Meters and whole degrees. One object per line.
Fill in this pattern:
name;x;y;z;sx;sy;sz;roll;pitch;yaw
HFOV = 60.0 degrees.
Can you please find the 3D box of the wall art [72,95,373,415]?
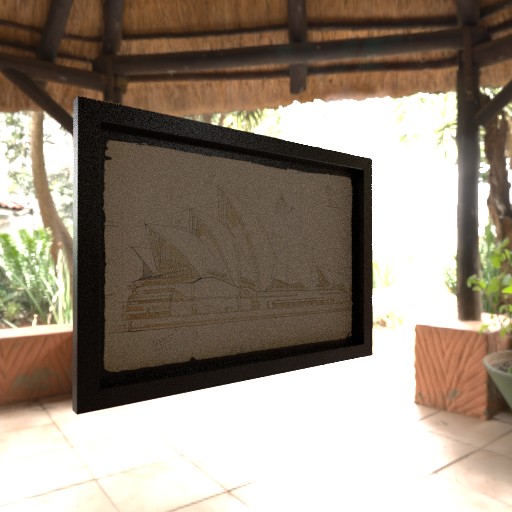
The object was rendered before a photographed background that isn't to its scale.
wall art;0.000;0.000;0.842;0.657;0.458;0.027;0;-1;-37
